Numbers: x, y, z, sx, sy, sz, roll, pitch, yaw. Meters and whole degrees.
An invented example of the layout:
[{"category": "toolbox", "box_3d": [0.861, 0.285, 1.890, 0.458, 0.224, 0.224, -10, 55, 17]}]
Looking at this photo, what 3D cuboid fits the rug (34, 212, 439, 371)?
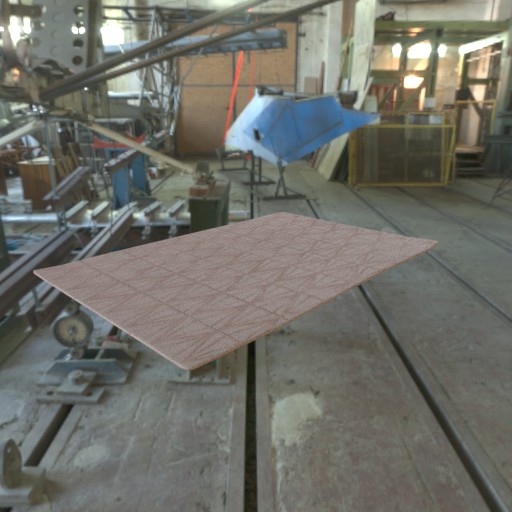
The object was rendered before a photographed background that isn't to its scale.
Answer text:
[{"category": "rug", "box_3d": [0.000, 0.000, 2.354, 1.230, 0.025, 1.837, 17, 25, 41]}]
